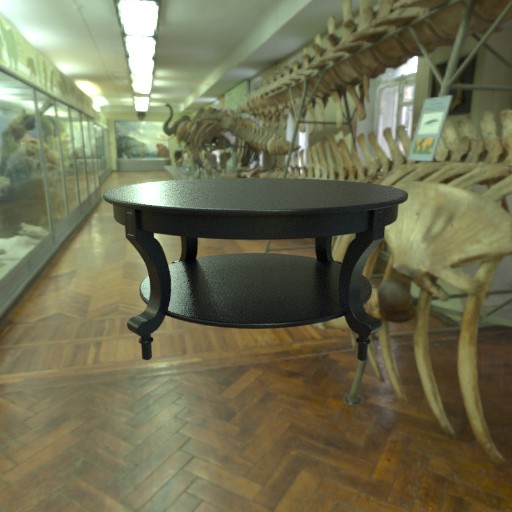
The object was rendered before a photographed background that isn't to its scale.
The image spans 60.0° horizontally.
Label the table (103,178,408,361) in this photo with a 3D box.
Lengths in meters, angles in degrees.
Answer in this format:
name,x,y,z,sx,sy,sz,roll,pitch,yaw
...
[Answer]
name,x,y,z,sx,sy,sz,roll,pitch,yaw
table,0.000,0.000,1.628,1.029,0.491,1.029,0,14,0
